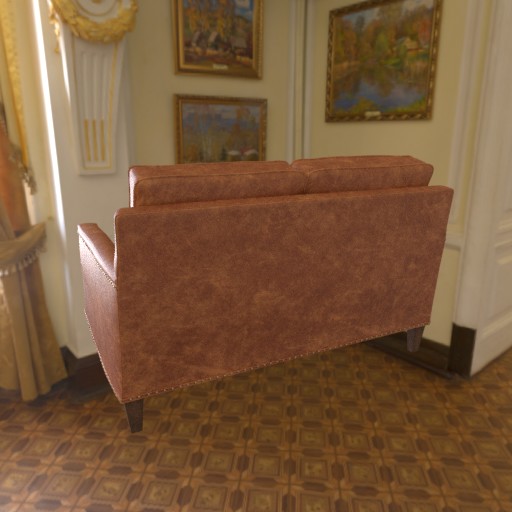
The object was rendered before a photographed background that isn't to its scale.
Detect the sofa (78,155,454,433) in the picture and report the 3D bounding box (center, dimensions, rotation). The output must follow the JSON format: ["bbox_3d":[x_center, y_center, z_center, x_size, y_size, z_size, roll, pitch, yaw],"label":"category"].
[{"bbox_3d":[0.000,0.000,2.236,1.597,1.003,1.084,-8,17,-26],"label":"sofa"}]
